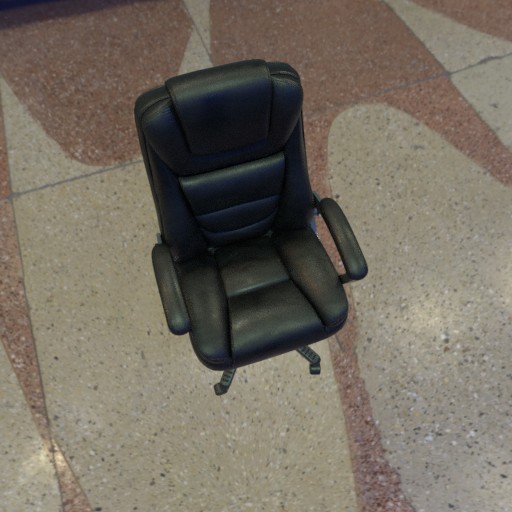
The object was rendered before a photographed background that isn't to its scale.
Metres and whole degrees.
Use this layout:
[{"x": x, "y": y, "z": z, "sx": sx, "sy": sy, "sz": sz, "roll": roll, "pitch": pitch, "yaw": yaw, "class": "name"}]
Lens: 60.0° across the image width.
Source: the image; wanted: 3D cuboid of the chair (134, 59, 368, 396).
[{"x": 0.000, "y": 0.000, "z": 1.513, "sx": 0.697, "sy": 1.075, "sz": 0.689, "roll": -16, "pitch": 62, "yaw": -9, "class": "chair"}]
